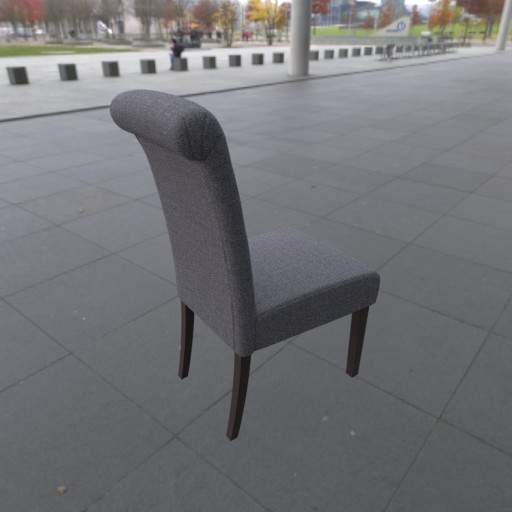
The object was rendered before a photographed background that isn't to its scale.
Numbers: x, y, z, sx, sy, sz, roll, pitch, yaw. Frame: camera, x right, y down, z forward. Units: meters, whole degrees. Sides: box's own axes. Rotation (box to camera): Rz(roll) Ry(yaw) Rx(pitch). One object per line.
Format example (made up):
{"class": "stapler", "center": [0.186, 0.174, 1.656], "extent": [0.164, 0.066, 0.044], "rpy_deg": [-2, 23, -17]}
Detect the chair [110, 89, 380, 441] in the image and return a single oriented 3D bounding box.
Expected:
{"class": "chair", "center": [0.000, 0.000, 1.390], "extent": [0.671, 1.006, 0.456], "rpy_deg": [-18, 32, -31]}
